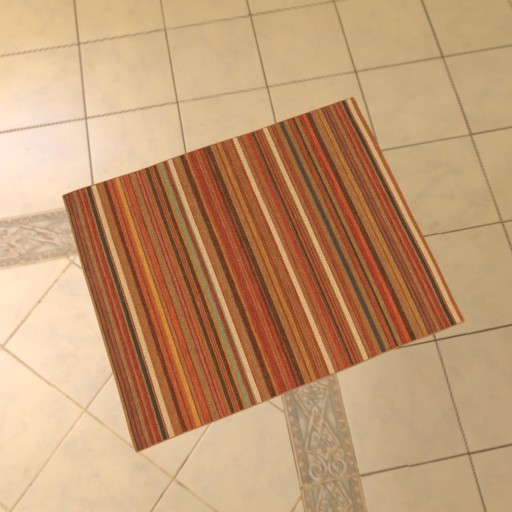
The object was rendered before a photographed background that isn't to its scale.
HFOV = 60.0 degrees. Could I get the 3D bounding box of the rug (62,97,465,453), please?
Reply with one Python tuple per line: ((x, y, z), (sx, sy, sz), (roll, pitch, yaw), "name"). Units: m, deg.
((0.000, 0.000, 4.124), (3.092, 0.023, 2.479), (-20, 76, -5), "rug")
